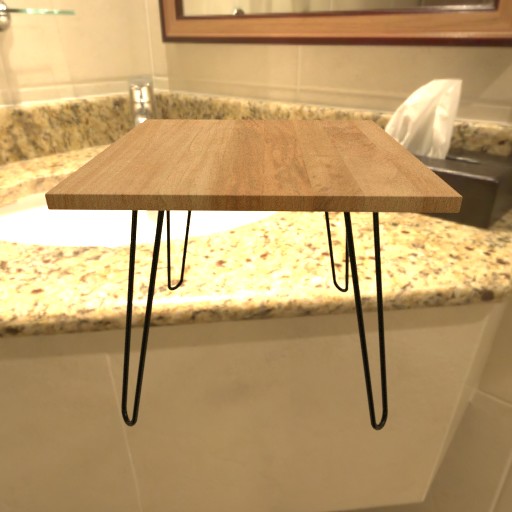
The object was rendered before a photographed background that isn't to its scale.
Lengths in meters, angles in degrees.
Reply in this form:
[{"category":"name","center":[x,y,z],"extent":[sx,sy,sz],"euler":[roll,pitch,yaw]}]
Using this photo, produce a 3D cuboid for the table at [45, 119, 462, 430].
[{"category":"table","center":[0.000,0.000,1.012],"extent":[0.599,0.500,0.599],"euler":[1,27,1]}]
